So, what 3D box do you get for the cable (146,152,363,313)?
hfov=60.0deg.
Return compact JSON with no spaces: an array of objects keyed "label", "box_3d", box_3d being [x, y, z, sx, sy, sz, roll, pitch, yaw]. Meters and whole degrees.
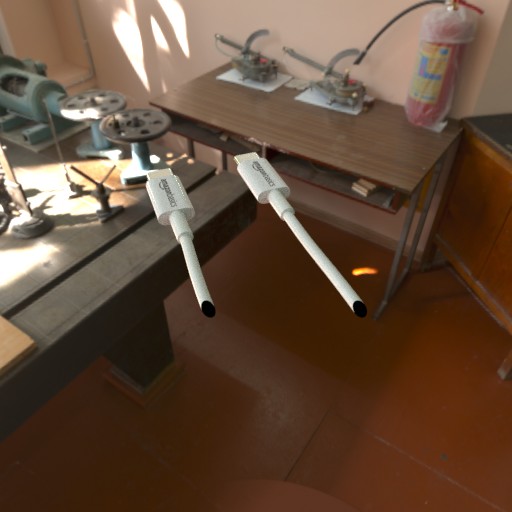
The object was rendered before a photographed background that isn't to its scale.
[{"label":"cable","box_3d":[0.000,0.000,0.113,0.041,0.005,0.098,-14,44,-15]}]
